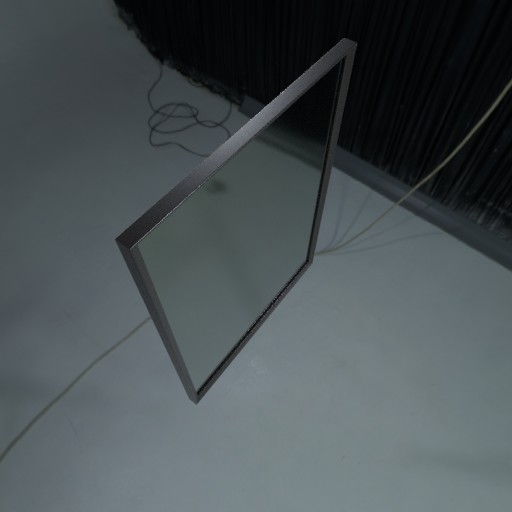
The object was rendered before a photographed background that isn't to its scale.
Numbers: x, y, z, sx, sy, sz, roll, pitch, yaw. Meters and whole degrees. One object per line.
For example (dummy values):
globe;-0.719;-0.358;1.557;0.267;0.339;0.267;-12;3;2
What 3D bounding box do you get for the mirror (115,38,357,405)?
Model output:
mirror;0.000;0.000;1.349;0.041;1.016;0.762;33;63;19
